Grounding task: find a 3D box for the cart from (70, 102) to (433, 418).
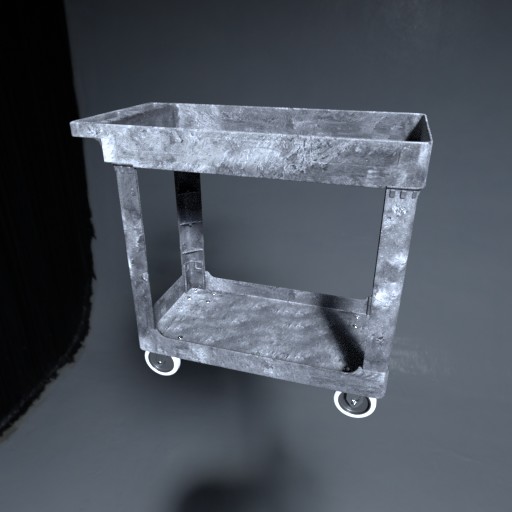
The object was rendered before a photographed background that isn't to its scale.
[{"bbox_3d":[0.000,0.000,1.364,0.877,0.824,0.420,8,27,15],"label":"cart"}]
